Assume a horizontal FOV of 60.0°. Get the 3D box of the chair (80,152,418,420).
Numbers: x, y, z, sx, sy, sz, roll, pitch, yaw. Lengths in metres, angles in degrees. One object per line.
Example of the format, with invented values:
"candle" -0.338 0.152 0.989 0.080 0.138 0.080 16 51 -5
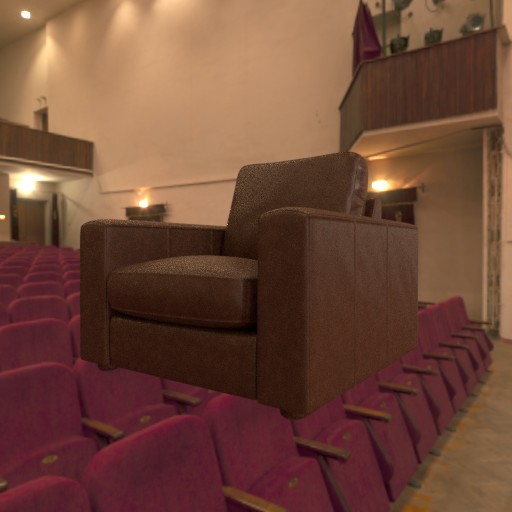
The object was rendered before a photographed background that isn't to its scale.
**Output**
"chair" 0.000 0.000 1.782 1.005 0.873 1.016 1 1 35
